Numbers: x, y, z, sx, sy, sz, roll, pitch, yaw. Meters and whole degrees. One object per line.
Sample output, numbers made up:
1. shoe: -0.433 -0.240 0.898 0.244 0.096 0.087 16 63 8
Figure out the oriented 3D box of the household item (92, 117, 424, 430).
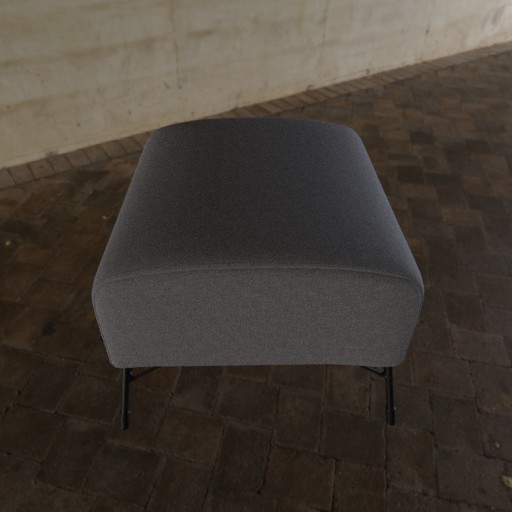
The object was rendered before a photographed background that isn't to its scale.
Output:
1. household item: 0.000 0.000 0.914 0.530 0.410 0.530 -1 40 -1
